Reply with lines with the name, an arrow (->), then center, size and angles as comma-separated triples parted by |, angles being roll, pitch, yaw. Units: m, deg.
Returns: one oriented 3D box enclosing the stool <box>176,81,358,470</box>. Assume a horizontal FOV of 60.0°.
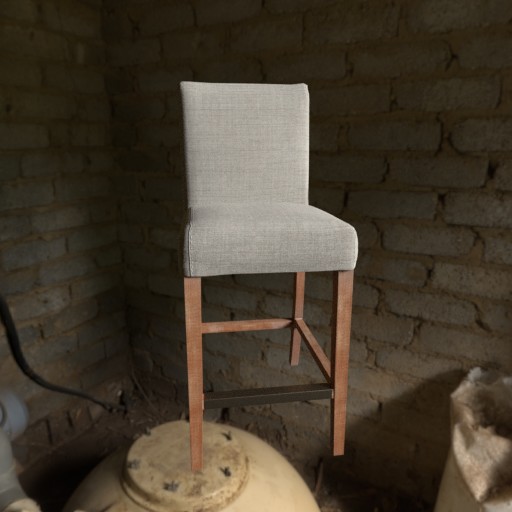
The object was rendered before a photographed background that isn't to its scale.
stool -> 0.000, 0.000, 1.344 | 0.454, 1.039, 0.567 | -2, 15, -8
